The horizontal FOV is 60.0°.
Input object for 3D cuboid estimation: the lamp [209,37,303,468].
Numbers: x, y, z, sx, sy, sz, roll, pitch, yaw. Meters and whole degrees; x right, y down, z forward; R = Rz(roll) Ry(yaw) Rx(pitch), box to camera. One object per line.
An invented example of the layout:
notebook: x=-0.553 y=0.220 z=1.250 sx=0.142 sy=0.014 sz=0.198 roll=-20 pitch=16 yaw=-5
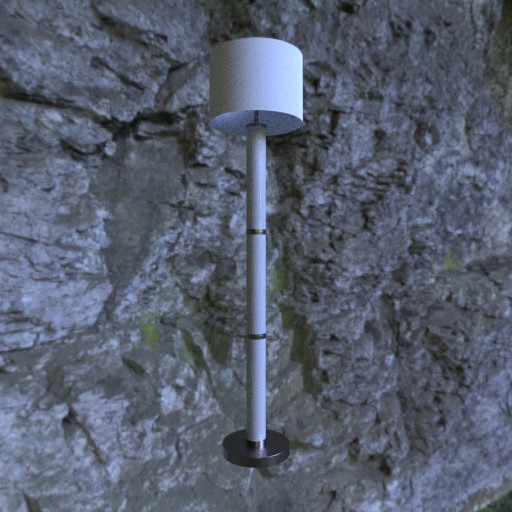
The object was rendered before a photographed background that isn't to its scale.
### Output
lamp: x=0.000 y=0.000 z=1.802 sx=0.377 sy=1.599 sz=0.377 roll=-1 pitch=1 yaw=-36
